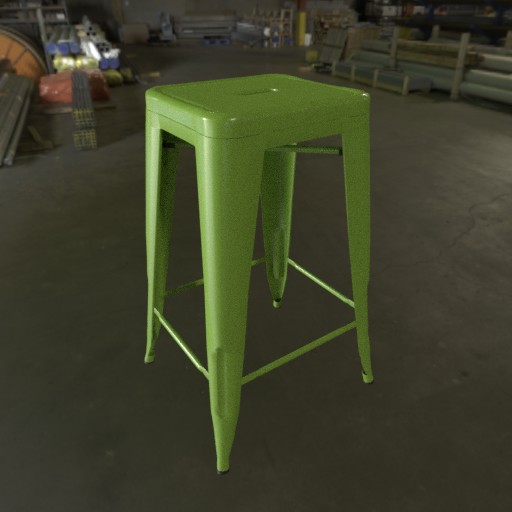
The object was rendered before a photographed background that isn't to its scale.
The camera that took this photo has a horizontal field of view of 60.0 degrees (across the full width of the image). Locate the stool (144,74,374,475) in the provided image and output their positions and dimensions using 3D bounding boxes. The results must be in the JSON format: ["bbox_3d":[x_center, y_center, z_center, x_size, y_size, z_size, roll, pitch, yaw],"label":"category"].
[{"bbox_3d":[0.000,0.000,0.854,0.398,0.609,0.358,-19,36,-29],"label":"stool"}]
